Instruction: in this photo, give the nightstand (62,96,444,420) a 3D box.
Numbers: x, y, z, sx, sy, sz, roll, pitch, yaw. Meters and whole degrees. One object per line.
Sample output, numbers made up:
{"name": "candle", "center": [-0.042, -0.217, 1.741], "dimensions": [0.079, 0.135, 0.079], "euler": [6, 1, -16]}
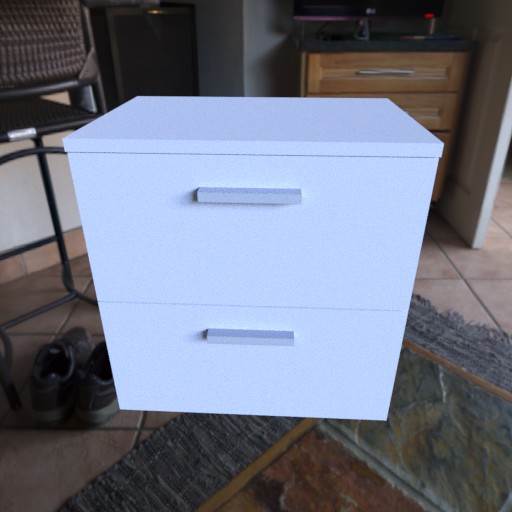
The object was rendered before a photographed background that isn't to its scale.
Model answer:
{"name": "nightstand", "center": [0.000, 0.000, 0.749], "dimensions": [0.441, 0.460, 0.325], "euler": [1, 29, 3]}
